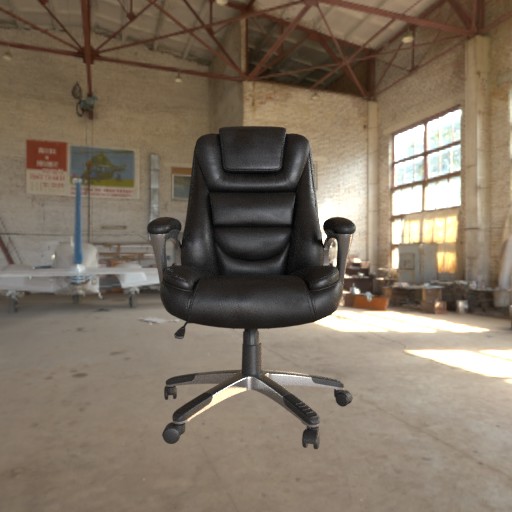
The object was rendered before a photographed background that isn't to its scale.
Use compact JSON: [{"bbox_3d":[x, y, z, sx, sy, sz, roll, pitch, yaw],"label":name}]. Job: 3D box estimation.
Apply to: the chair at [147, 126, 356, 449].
[{"bbox_3d":[0.000,0.000,1.554,0.697,1.075,0.689,0,0,0],"label":"chair"}]
